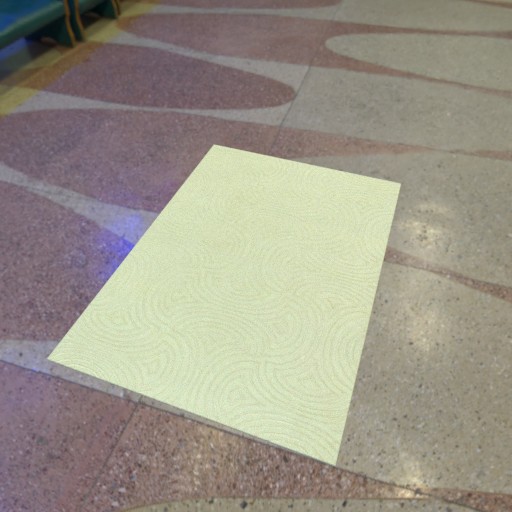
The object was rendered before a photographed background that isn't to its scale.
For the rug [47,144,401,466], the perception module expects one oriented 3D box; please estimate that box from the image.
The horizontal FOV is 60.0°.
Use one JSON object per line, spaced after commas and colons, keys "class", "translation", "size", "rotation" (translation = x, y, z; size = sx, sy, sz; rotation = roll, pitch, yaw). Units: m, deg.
{"class": "rug", "translation": [0.000, 0.000, 2.802], "size": [1.526, 0.015, 2.132], "rotation": [15, 49, 14]}
